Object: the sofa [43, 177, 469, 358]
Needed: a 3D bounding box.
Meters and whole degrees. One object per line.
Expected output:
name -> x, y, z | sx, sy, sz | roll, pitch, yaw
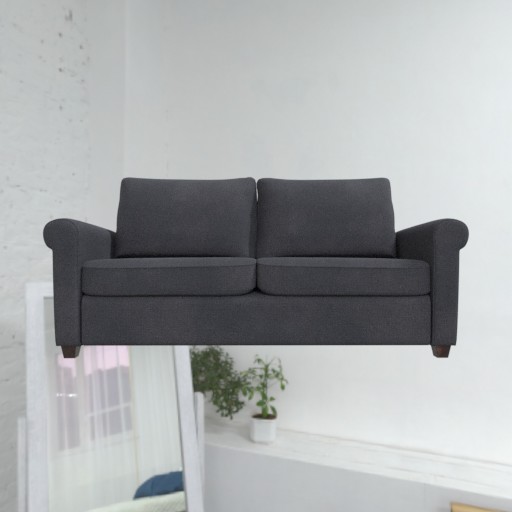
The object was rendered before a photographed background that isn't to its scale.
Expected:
sofa -> 0.000, 0.000, 2.423 | 1.935, 0.942, 0.842 | 0, 0, 0
